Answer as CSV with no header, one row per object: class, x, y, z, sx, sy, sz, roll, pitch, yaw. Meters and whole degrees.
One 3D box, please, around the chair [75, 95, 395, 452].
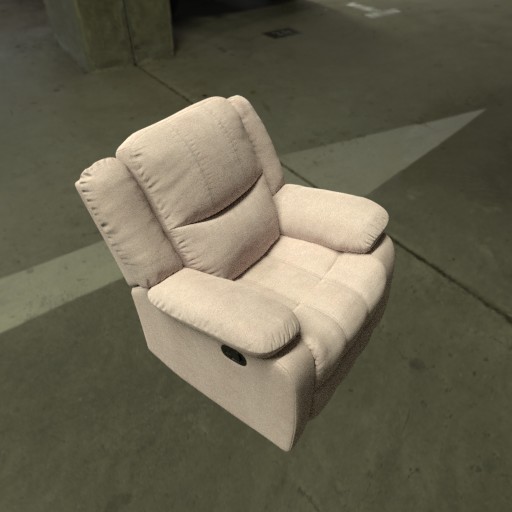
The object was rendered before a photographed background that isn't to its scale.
chair,0.000,0.000,1.753,0.944,1.008,0.899,26,47,27
